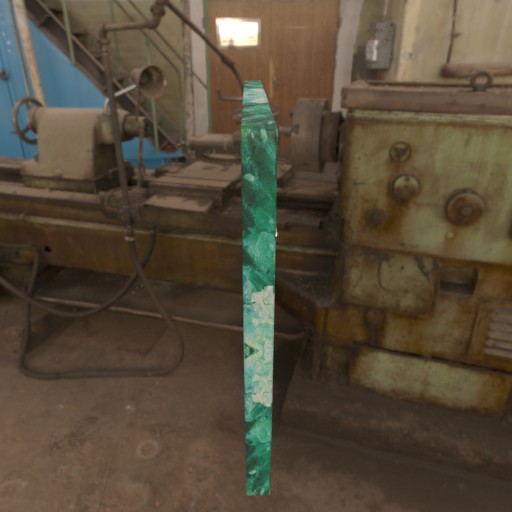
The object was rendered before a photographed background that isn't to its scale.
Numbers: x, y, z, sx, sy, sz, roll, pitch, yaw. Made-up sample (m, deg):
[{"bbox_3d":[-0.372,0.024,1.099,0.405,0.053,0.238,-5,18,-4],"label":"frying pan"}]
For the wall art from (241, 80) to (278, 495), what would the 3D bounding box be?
[{"bbox_3d":[0.000,0.000,0.740,0.038,0.508,0.507,0,26,-1],"label":"wall art"}]
